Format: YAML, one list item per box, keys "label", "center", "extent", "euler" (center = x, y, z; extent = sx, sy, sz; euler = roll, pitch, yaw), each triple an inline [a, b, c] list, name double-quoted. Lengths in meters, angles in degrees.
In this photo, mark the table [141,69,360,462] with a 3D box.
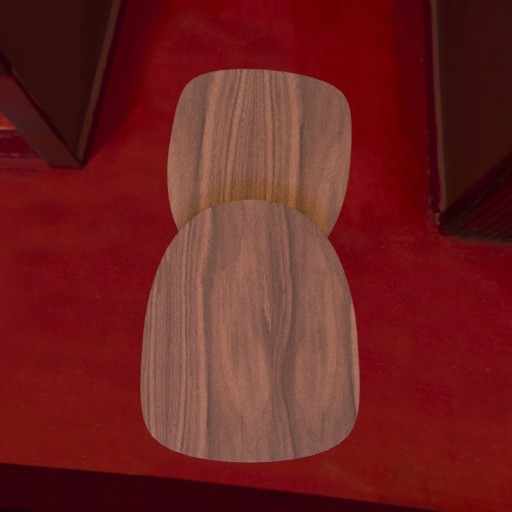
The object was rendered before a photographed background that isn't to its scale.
- label: "table"
  center: [0.000, 0.000, 1.349]
  extent: [0.527, 0.429, 1.084]
  euler: [3, 75, 1]
